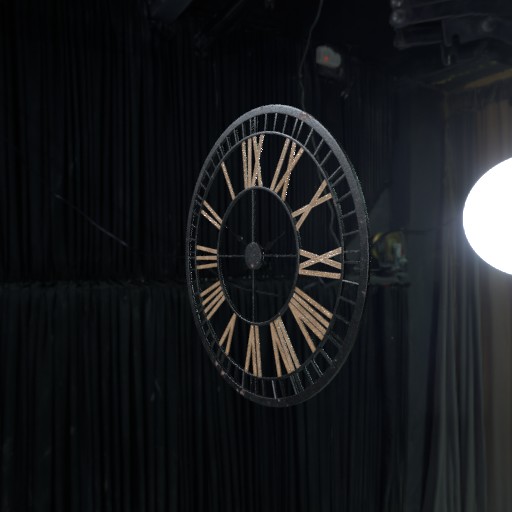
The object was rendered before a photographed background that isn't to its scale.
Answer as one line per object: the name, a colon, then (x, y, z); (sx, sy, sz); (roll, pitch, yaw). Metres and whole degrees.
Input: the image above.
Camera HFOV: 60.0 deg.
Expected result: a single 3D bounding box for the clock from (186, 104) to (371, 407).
clock: (0.000, 0.000, 1.287); (0.025, 0.843, 0.843); (0, 1, -36)
